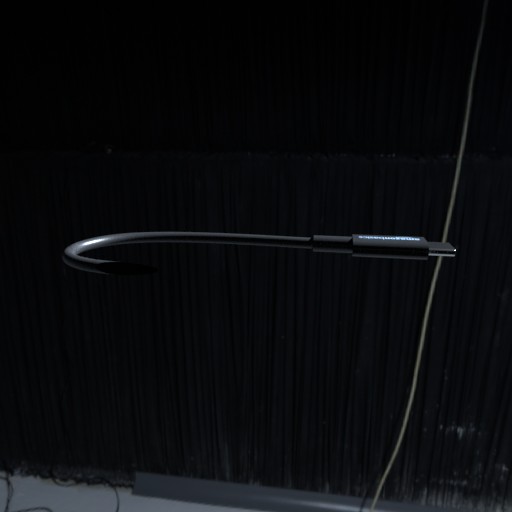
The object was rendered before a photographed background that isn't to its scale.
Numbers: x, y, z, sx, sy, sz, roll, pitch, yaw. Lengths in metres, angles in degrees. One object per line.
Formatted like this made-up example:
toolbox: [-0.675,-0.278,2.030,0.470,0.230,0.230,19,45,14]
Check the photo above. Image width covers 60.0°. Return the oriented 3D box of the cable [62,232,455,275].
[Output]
cable: [0.000,0.000,0.110,0.098,0.005,0.041,3,16,10]
